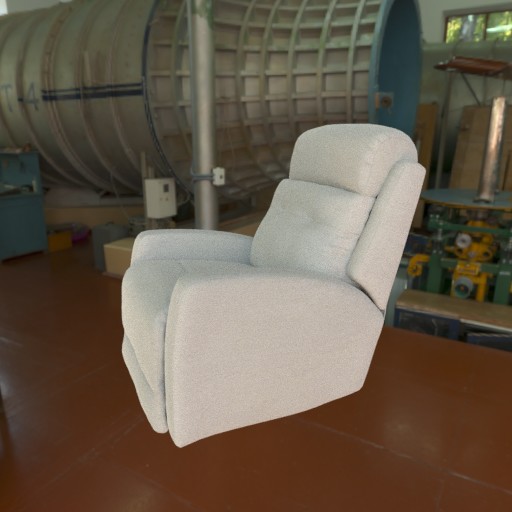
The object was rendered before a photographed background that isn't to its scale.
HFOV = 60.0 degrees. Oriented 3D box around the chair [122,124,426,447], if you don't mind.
[{"bbox_3d":[0.000,0.000,1.770,1.043,1.013,0.798,-7,18,-24],"label":"chair"}]
